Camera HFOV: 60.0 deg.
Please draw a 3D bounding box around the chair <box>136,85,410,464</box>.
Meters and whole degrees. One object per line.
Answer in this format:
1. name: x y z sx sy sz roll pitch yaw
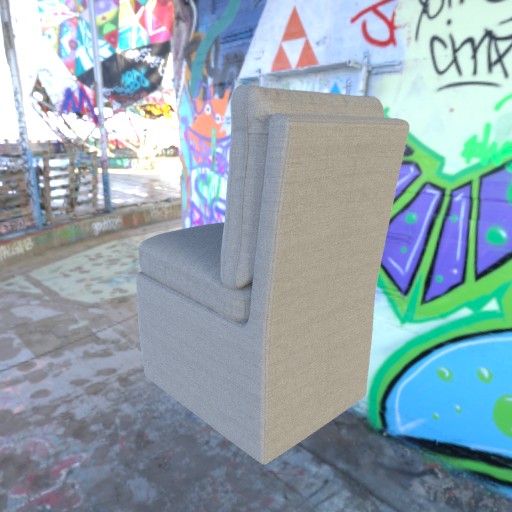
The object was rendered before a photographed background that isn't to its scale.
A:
1. chair: 0.000 0.000 1.359 0.503 0.927 0.698 -14 21 -41
